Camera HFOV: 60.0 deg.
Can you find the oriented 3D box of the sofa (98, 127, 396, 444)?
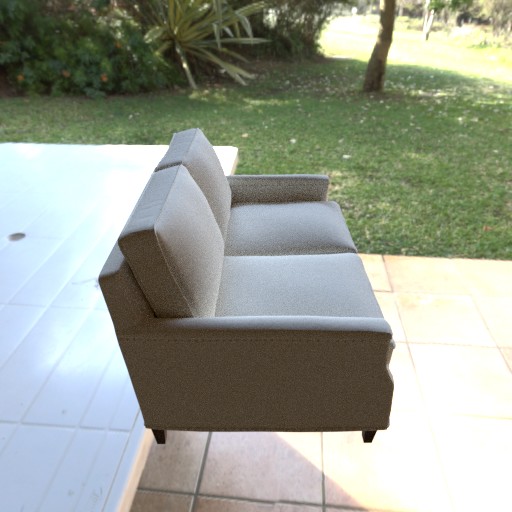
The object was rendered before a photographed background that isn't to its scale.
[{"bbox_3d":[0.000,0.000,2.280,1.084,1.003,1.597,0,31,0],"label":"sofa"}]
